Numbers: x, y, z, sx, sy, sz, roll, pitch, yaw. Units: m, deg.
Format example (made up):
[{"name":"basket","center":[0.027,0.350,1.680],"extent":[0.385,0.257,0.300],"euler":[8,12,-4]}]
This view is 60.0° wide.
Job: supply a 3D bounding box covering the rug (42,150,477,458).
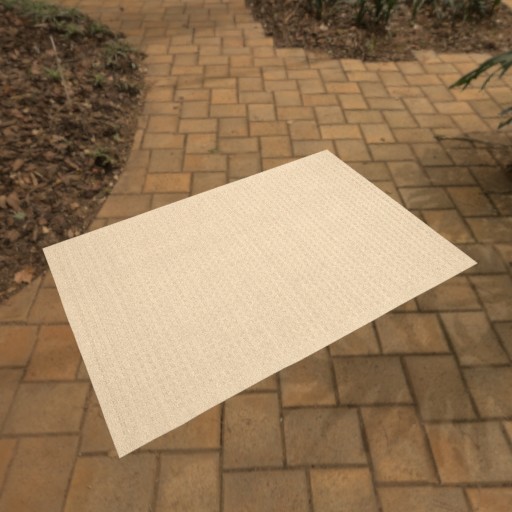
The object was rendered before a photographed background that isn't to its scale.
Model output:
[{"name":"rug","center":[0.000,0.000,2.795],"extent":[2.289,0.006,1.523],"euler":[-23,50,-21]}]
